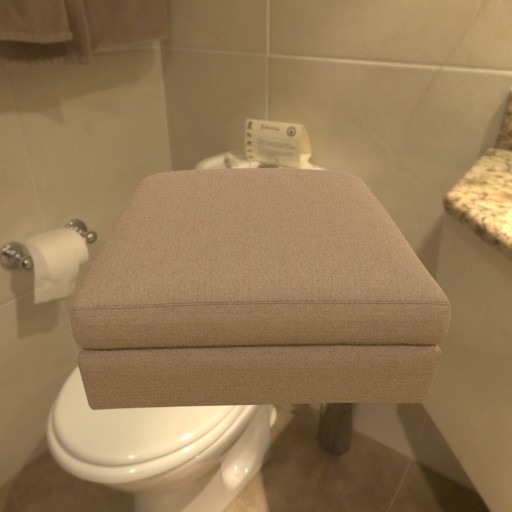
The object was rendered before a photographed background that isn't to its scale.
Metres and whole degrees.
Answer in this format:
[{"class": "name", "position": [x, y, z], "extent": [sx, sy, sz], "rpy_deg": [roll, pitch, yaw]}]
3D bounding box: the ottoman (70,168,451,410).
[{"class": "ottoman", "position": [0.000, 0.000, 1.652], "extent": [1.041, 0.470, 1.041], "rpy_deg": [-1, 30, -1]}]
